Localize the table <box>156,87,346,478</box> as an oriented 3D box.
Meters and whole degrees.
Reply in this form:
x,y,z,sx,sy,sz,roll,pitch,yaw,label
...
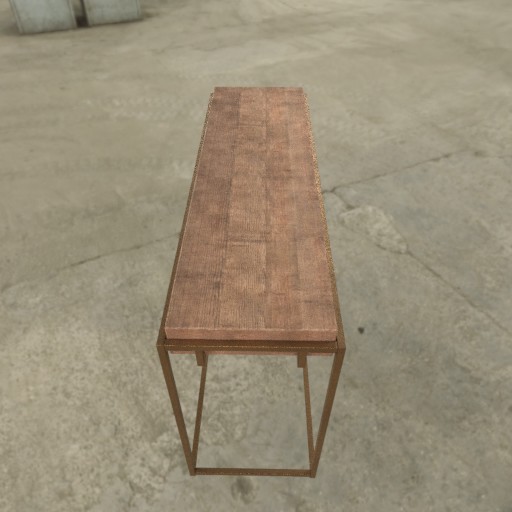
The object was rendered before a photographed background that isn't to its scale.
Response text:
x,y,z,sx,sy,sz,roll,pitch,yaw,label
0.000,0.000,1.788,0.440,0.820,1.400,1,43,1,table
